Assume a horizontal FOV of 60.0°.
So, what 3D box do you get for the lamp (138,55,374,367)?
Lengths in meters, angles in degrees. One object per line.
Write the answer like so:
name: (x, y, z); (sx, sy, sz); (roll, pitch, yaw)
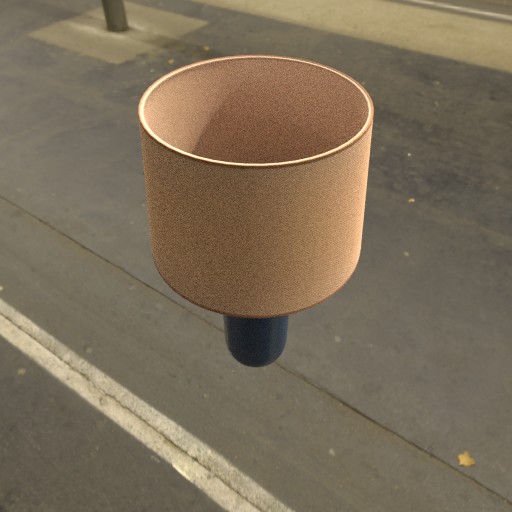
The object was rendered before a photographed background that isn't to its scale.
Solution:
lamp: (0.000, 0.000, 0.827); (0.367, 0.609, 0.367); (0, 45, 0)
